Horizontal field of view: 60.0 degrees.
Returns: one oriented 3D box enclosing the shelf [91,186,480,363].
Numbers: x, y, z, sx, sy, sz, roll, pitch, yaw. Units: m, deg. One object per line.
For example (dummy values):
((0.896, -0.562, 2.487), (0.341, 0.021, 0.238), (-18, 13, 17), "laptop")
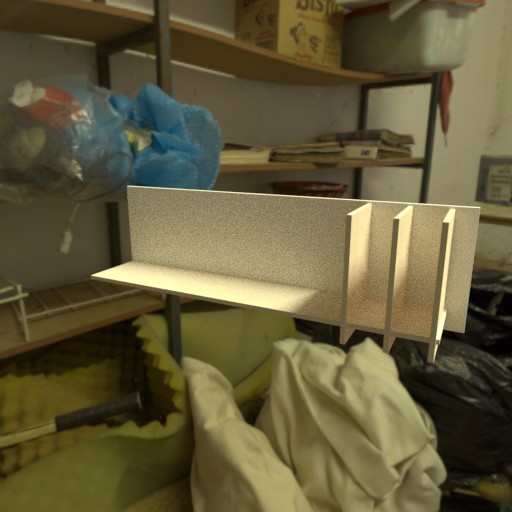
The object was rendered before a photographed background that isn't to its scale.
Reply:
((0.000, 0.000, 1.163), (1.020, 0.300, 0.200), (7, 17, 26), "shelf")
